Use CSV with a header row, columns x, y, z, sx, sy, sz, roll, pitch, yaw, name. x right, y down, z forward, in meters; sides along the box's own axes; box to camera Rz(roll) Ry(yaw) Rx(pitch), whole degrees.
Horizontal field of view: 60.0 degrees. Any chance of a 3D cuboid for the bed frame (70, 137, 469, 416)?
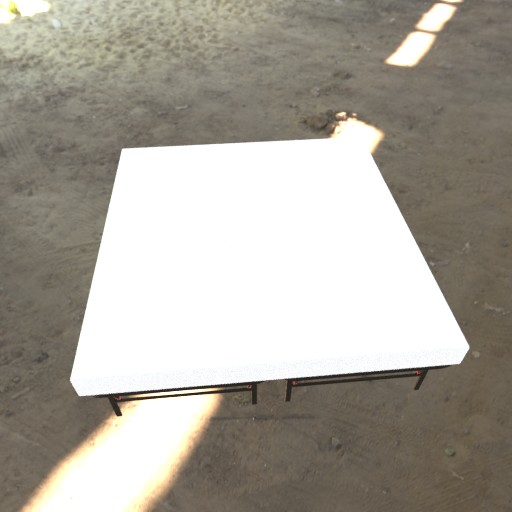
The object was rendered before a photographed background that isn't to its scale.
x,y,z,sx,sy,sz,roll,pitch,yaw,name
0.000,0.000,3.034,1.930,0.559,2.032,-4,45,-4,bed frame
